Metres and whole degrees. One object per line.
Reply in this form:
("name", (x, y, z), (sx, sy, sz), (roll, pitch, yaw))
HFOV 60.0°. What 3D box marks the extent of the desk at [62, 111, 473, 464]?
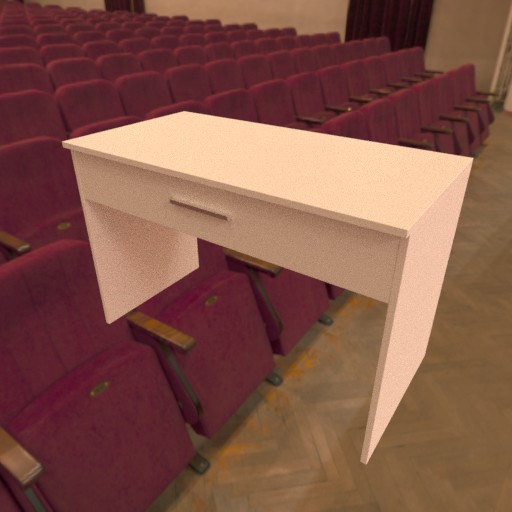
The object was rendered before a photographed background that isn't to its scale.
("desk", (0.000, 0.000, 1.499), (1.100, 0.730, 0.560), (19, 35, 30))
